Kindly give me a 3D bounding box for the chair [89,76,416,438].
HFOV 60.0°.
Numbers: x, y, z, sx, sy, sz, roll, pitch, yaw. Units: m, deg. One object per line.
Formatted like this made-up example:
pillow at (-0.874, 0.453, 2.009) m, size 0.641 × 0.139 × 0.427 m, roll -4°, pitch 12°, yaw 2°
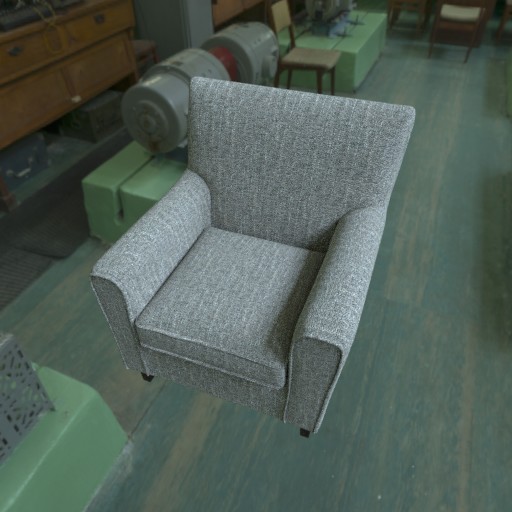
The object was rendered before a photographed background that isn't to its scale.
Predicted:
chair at (0.000, 0.000, 1.637) m, size 0.864 × 0.928 × 0.873 m, roll 14°, pitch 43°, yaw 15°
